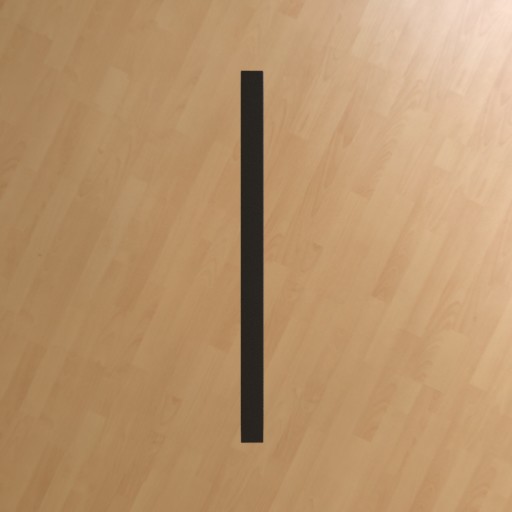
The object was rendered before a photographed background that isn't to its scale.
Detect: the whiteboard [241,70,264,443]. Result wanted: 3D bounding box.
[{"bbox_3d":[0.000,0.000,0.788,0.026,0.611,0.406,0,90,1],"label":"whiteboard"}]
